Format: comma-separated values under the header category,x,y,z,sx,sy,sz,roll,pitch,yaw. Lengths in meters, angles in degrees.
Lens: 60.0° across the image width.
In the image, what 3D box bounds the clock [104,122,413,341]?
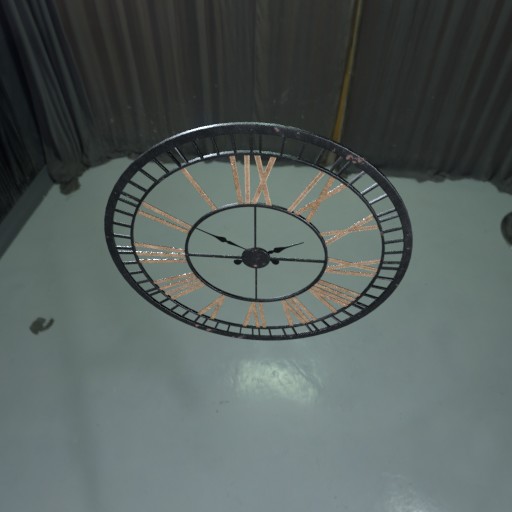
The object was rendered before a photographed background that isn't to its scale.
category,x,y,z,sx,sy,sz,roll,pitch,yaw
clock,0.000,0.000,1.254,0.843,0.843,0.025,3,47,3
